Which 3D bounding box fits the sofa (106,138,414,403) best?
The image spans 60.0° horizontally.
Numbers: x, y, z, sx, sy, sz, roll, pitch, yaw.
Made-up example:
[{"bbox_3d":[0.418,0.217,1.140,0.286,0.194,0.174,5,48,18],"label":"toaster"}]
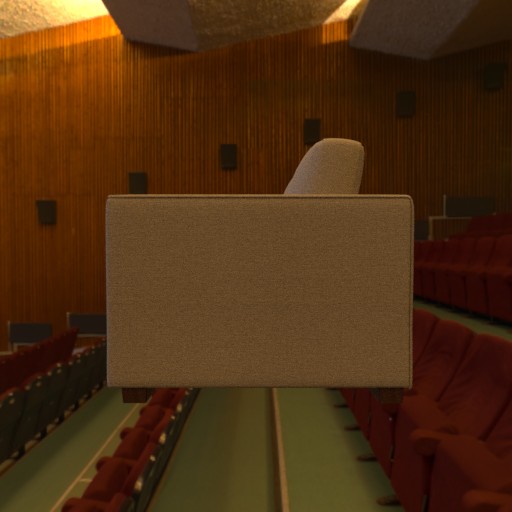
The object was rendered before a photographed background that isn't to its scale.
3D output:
[{"bbox_3d":[0.000,0.000,2.319,1.007,0.924,1.812,0,1,0],"label":"sofa"}]
